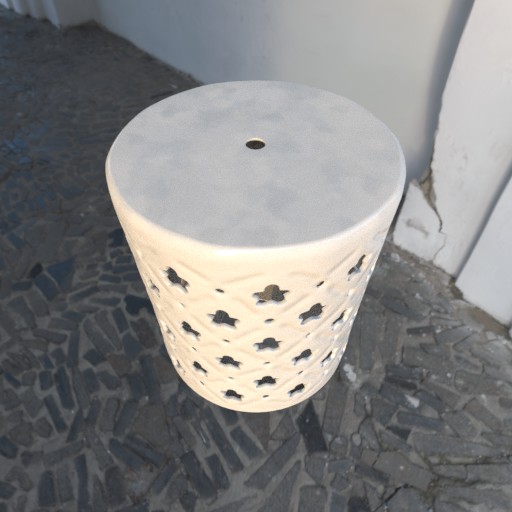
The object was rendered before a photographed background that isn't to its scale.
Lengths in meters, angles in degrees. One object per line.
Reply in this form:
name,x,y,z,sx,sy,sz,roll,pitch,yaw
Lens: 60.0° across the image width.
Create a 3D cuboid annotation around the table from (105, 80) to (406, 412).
table,0.000,0.000,0.661,0.352,0.387,0.352,0,47,0
